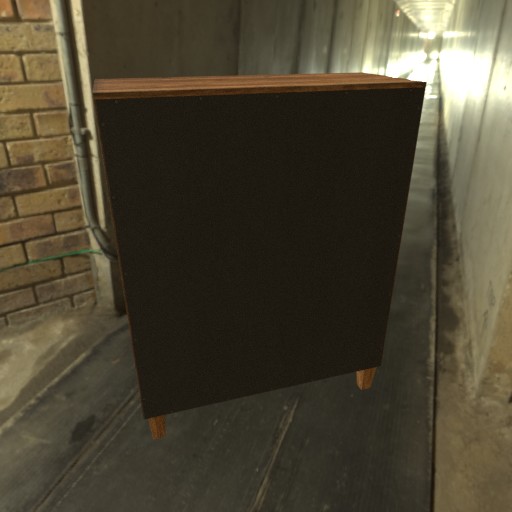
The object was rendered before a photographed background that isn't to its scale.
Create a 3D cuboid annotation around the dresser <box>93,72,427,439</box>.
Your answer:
[{"bbox_3d":[0.000,0.000,1.838,1.067,1.359,0.438,-8,28,-15],"label":"dresser"}]
